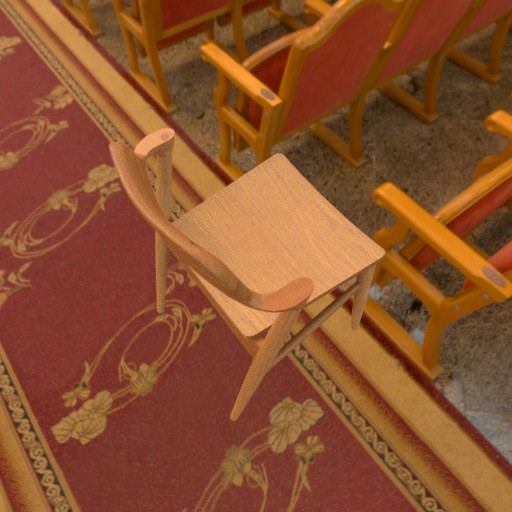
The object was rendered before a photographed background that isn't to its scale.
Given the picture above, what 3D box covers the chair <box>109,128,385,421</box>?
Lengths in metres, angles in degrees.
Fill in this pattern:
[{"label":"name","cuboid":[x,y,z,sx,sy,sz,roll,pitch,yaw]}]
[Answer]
[{"label":"chair","cuboid":[0.000,0.000,1.132,0.499,0.792,0.512,-32,64,-18]}]
